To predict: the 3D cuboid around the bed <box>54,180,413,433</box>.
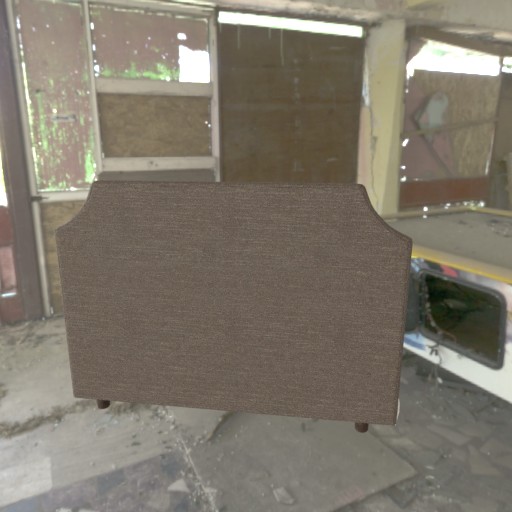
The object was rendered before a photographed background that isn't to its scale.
[{"bbox_3d":[0.000,0.000,4.097,2.350,1.590,2.773,2,15,8],"label":"bed"}]
